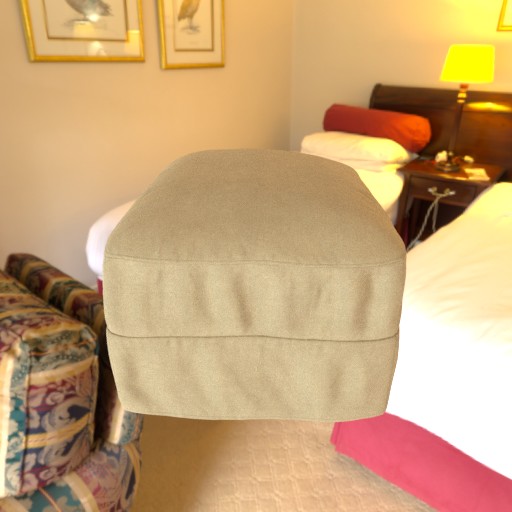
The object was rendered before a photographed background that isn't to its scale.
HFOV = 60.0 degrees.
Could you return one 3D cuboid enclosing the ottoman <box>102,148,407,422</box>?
[{"bbox_3d":[0.000,0.000,1.114,0.584,0.480,0.712,1,25,1],"label":"ottoman"}]
